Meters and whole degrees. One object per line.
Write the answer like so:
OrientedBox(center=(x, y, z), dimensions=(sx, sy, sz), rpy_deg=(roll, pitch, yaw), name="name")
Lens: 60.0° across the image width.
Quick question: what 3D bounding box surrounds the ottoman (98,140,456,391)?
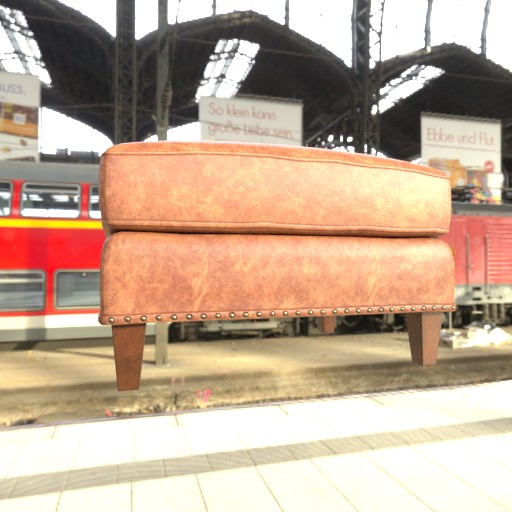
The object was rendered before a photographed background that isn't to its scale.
OrientedBox(center=(0.000, 0.000, 1.124), dimensions=(0.742, 0.486, 0.586), rpy_deg=(0, -1, -18), name="ottoman")
